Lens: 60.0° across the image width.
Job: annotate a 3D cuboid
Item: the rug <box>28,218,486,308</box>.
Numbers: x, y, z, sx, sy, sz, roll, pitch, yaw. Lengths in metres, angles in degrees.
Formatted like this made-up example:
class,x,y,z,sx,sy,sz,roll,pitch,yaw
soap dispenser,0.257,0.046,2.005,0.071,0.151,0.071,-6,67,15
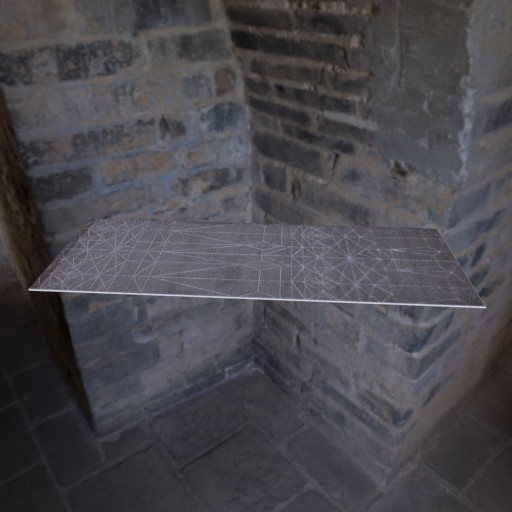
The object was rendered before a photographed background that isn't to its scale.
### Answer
class,x,y,z,sx,sy,sz,roll,pitch,yaw
rug,0.000,0.000,2.677,2.388,0.012,0.864,2,31,3
